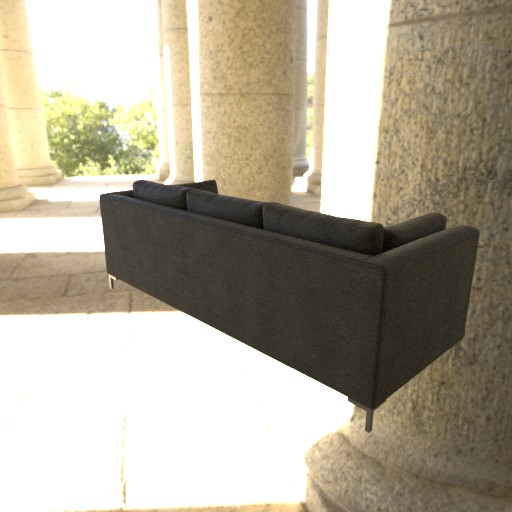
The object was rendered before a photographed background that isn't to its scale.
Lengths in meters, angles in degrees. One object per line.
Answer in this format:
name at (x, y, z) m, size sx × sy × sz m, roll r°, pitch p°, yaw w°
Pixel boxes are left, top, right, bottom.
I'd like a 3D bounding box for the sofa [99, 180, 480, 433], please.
sofa at (0.000, 0.000, 2.914) m, size 0.969 × 0.867 × 2.415 m, roll -16°, pitch 23°, yaw -42°
